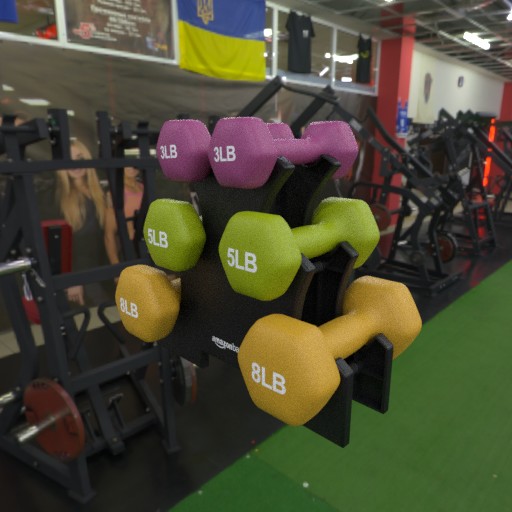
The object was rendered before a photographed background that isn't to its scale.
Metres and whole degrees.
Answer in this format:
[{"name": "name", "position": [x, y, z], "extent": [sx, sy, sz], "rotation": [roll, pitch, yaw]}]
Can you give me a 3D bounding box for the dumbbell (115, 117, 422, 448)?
[{"name": "dumbbell", "position": [0.000, 0.000, 0.464], "extent": [0.300, 0.271, 0.190], "rotation": [14, 21, 43]}]
